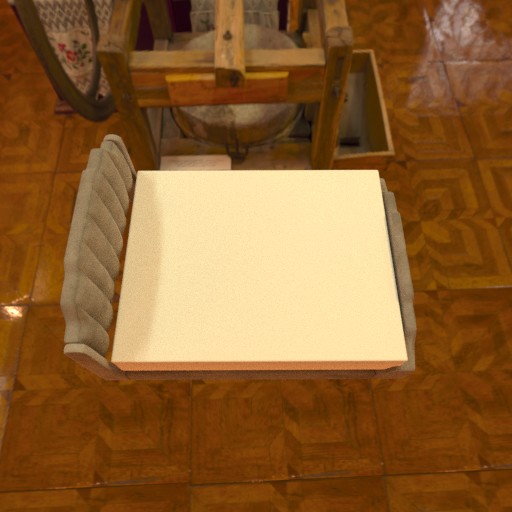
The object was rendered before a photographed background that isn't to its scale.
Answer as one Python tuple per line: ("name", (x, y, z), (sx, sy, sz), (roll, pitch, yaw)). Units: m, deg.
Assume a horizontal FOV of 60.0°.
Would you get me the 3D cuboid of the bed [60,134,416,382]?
("bed", (0.000, 0.000, 3.374), (2.340, 1.245, 1.676), (0, 64, 0))
